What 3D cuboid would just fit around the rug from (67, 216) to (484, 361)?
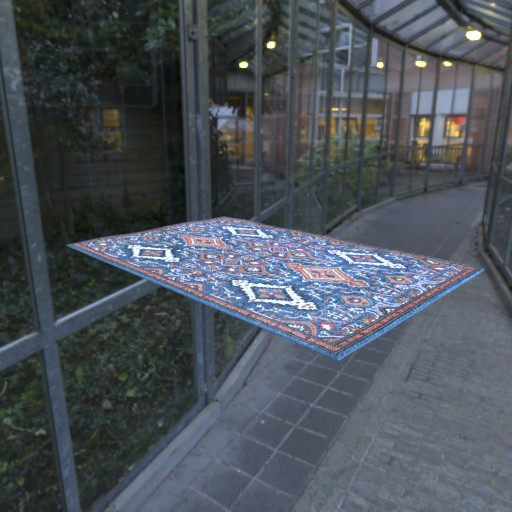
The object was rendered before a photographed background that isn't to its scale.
[{"bbox_3d":[0.000,0.000,2.285,1.847,0.014,1.195,15,22,42],"label":"rug"}]
